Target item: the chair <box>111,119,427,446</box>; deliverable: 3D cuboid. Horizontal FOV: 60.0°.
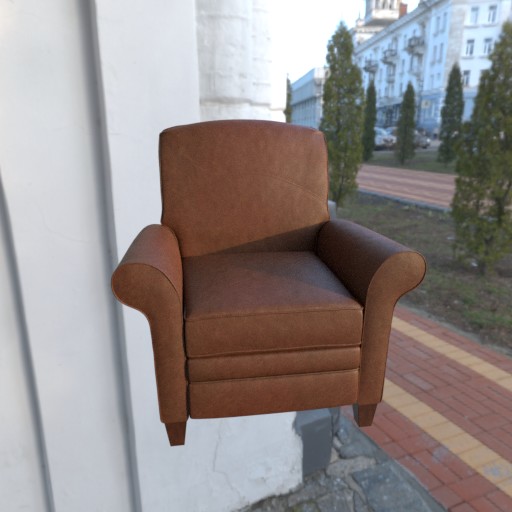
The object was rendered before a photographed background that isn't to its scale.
[{"bbox_3d":[0.000,0.000,1.775,0.978,1.061,0.902,-2,16,-8],"label":"chair"}]
